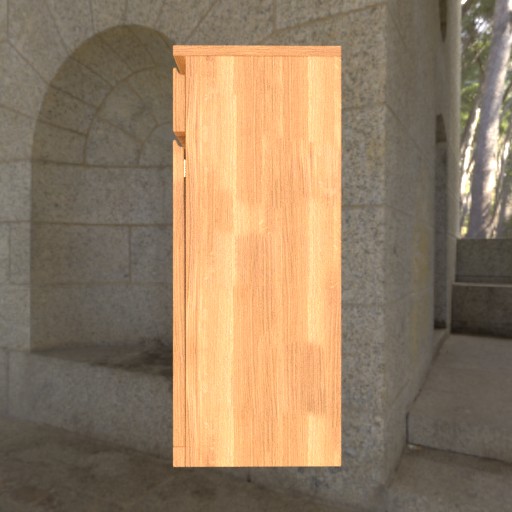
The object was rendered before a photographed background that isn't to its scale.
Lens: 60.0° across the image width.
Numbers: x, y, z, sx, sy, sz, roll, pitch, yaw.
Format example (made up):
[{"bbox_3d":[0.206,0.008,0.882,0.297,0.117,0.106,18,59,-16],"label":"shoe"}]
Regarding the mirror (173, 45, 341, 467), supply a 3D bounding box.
[{"bbox_3d":[0.000,0.000,1.451,0.400,1.000,0.800,0,0,0],"label":"mirror"}]
